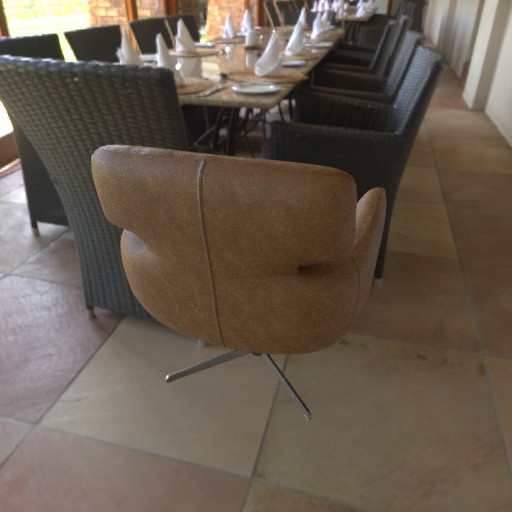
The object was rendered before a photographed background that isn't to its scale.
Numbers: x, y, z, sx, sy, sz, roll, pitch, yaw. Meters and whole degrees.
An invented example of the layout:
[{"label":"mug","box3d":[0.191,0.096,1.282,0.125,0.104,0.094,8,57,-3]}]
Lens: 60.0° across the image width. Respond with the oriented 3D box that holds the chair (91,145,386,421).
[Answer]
[{"label":"chair","box3d":[0.000,0.000,1.340,0.706,0.812,0.715,9,32,16]}]
